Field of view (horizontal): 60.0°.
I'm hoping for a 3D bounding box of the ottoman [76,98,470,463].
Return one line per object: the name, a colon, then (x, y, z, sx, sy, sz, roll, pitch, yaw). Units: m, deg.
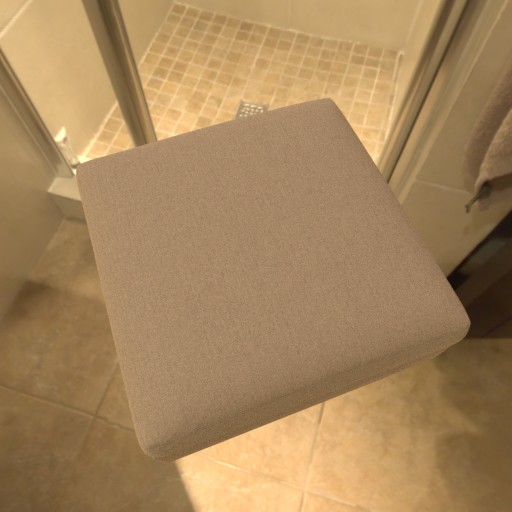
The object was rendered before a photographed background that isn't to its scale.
ottoman: (0.000, 0.000, 1.557, 1.041, 0.470, 1.041, -18, 64, -9)
